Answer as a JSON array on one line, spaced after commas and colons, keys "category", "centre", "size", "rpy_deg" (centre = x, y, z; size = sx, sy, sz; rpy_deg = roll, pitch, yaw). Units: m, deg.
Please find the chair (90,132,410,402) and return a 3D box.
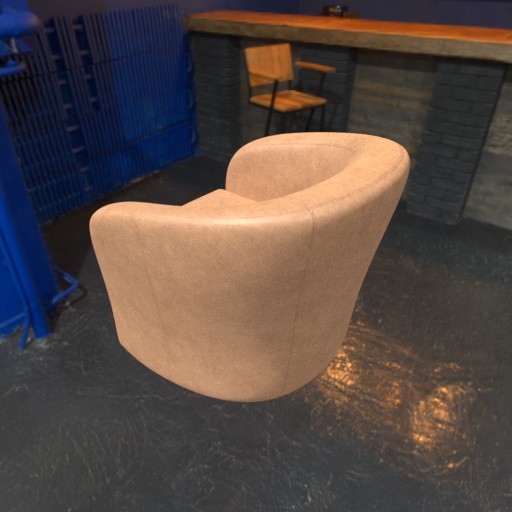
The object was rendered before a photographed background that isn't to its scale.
[{"category": "chair", "centre": [0.000, 0.000, 1.436], "size": [0.815, 0.771, 0.791], "rpy_deg": [23, 40, 30]}]
